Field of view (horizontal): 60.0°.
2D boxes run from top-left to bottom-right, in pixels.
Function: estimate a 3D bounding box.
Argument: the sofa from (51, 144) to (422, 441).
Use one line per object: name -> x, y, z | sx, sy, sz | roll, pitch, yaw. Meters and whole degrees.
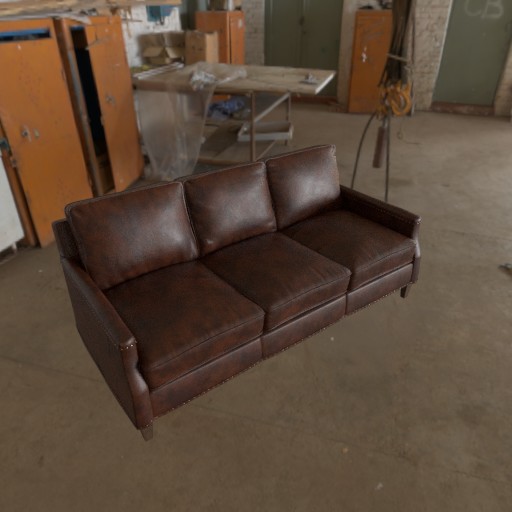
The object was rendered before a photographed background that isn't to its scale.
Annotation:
sofa -> 0.000, 0.000, 2.914 | 2.240, 1.003, 1.084 | -21, 36, -31
